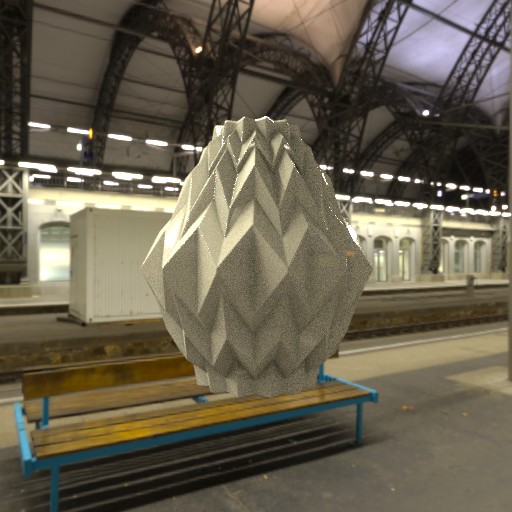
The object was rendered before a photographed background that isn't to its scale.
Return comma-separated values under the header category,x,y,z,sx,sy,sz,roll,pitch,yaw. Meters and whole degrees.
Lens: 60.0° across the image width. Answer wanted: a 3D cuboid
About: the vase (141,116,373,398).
category,x,y,z,sx,sy,sz,roll,pitch,yaw
vase,0.000,0.000,0.325,0.164,0.185,0.164,0,-1,0
